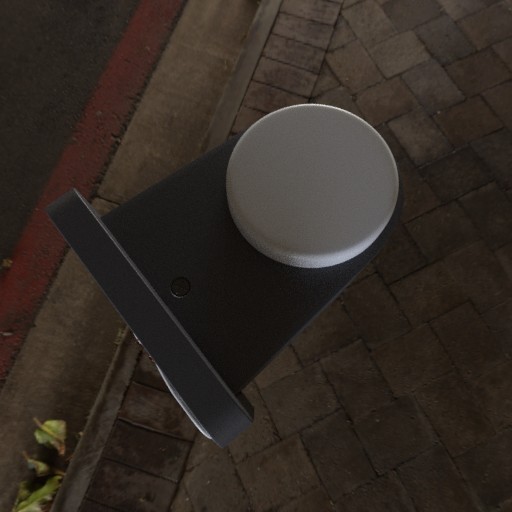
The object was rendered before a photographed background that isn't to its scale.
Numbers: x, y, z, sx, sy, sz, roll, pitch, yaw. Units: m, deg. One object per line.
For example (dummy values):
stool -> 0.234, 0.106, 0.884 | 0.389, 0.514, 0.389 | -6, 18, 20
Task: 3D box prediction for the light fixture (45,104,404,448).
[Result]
light fixture -> 0.000, 0.000, 0.209 | 0.132, 0.109, 0.109 | -38, 77, -10
